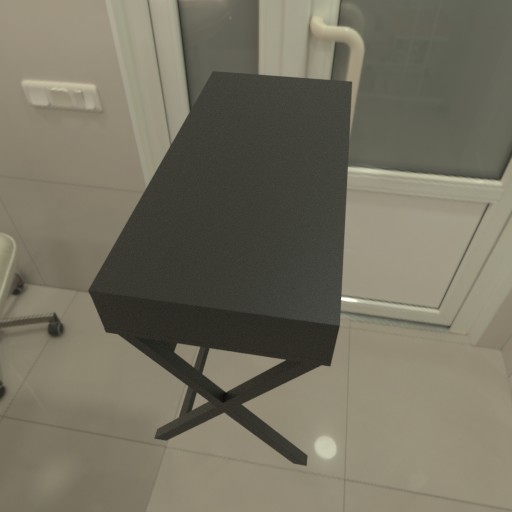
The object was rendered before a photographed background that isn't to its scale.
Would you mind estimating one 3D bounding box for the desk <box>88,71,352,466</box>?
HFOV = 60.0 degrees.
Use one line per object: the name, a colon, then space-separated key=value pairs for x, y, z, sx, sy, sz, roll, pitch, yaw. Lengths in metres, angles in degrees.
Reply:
desk: x=0.000 y=0.000 z=1.506 sx=0.504 sy=0.780 sz=1.057 roll=7 pitch=46 yaw=7
